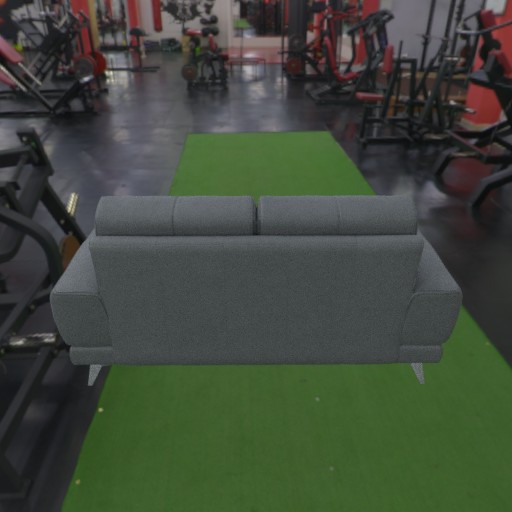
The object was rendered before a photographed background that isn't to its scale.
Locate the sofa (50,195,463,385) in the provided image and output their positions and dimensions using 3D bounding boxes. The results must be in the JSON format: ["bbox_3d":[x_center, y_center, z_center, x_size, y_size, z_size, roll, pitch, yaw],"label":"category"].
[{"bbox_3d":[0.000,0.000,2.340,1.806,0.907,1.018,0,29,0],"label":"sofa"}]
